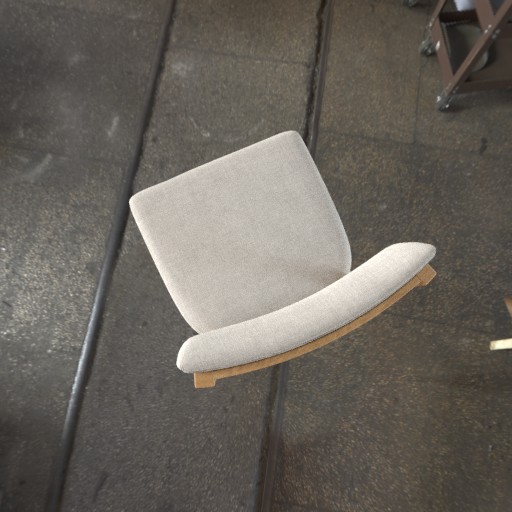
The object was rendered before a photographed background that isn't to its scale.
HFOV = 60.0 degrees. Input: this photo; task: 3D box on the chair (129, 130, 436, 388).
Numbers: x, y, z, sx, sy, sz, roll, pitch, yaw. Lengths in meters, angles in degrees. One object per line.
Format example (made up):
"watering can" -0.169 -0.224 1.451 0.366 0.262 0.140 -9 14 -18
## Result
"chair" 0.000 0.000 1.185 0.508 0.832 0.572 -24 76 -6
